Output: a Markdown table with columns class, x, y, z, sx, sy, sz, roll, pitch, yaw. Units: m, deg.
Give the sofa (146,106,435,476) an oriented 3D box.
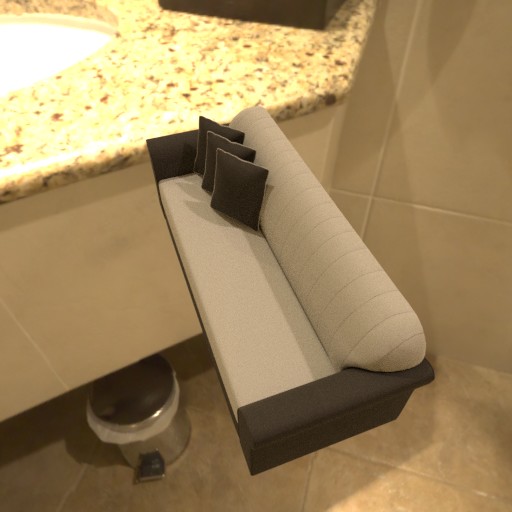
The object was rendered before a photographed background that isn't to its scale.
| class | x | y | z | sx | sy | sz | roll | pitch | yaw |
| --- | --- | --- | --- | --- | --- | --- | --- | --- | --- |
| sofa | 0.000 | 0.000 | 2.403 | 0.755 | 0.787 | 2.001 | -15 | 50 | -13 |
